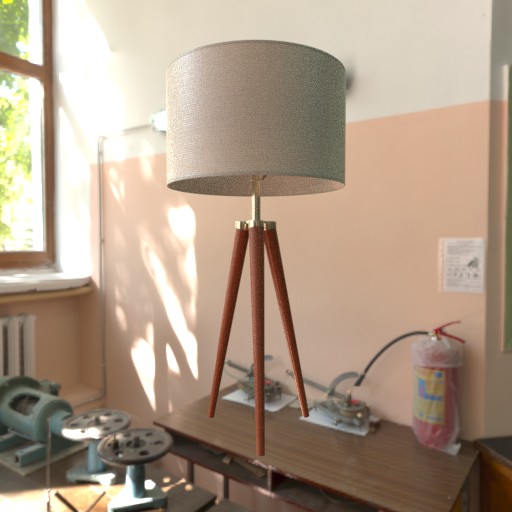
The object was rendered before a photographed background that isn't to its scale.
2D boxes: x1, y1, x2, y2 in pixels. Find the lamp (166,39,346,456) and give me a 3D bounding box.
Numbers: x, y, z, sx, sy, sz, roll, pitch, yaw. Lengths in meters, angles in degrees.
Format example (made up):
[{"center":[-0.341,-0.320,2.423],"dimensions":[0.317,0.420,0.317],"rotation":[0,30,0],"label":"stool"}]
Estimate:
[{"center":[0.000,0.000,0.902],"dimensions":[0.354,0.709,0.355],"rotation":[-1,2,-20],"label":"lamp"}]
